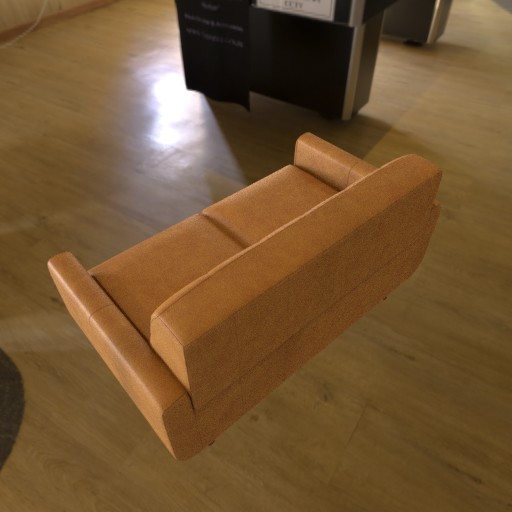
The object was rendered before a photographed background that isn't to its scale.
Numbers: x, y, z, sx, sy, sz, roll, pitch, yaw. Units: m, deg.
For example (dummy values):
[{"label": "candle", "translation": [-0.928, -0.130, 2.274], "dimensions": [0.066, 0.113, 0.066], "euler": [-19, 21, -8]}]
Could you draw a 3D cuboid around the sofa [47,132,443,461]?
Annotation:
[{"label": "sofa", "translation": [0.000, 0.000, 2.181], "dimensions": [1.651, 0.925, 0.952], "euler": [-32, 54, -27]}]
